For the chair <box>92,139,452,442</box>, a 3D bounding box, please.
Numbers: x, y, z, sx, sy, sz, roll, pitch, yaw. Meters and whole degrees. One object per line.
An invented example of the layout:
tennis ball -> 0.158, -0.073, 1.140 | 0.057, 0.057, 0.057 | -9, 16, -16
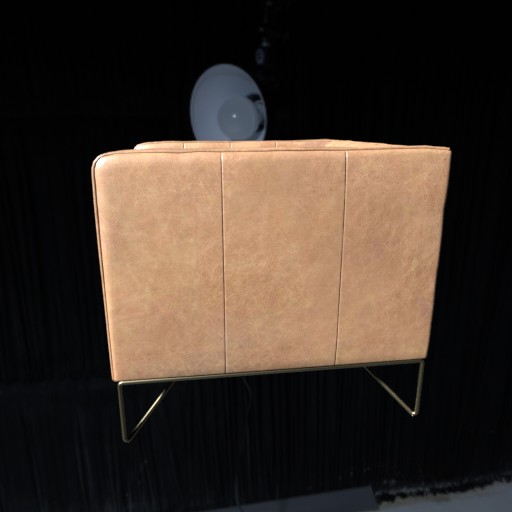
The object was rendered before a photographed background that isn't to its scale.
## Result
chair -> 0.000, 0.000, 1.598 | 0.912, 0.797, 0.920 | -2, 16, -8
